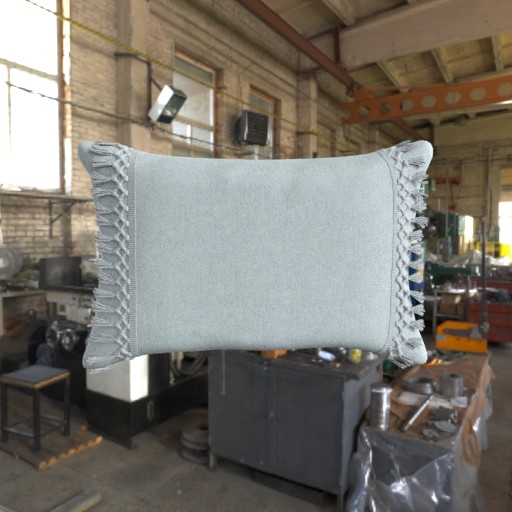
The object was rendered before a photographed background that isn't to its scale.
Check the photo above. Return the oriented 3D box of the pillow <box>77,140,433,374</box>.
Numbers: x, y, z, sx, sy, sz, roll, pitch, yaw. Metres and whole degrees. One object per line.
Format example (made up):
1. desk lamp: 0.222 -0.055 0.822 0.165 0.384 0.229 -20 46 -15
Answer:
1. pillow: 0.000 0.000 0.586 0.466 0.305 0.084 0 2 -1
